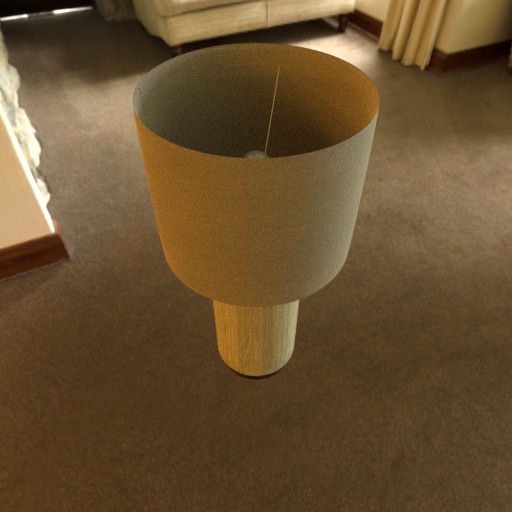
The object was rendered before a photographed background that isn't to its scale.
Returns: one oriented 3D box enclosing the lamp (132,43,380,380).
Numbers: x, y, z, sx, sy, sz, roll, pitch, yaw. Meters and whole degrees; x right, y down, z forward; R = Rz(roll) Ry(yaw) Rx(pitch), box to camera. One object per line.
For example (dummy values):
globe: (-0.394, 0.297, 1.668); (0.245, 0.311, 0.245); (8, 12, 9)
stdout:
lamp: (0.000, 0.000, 0.571); (0.228, 0.444, 0.228); (10, 47, 10)
